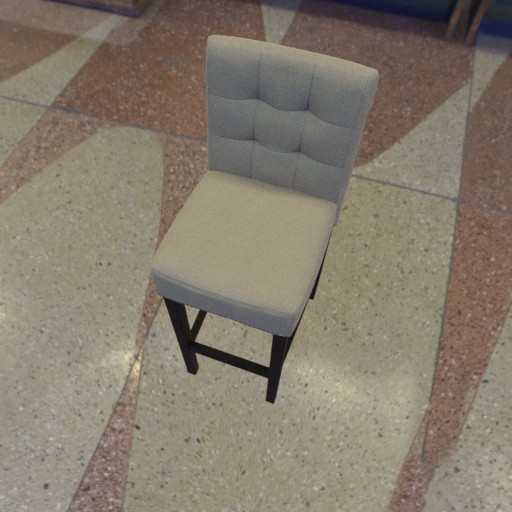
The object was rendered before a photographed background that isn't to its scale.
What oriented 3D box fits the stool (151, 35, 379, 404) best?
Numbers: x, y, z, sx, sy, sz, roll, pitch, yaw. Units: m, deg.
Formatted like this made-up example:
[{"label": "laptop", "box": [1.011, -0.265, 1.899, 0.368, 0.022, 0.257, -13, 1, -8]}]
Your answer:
[{"label": "stool", "box": [0.000, 0.000, 1.328, 0.411, 1.047, 0.548, 17, 60, 10]}]
